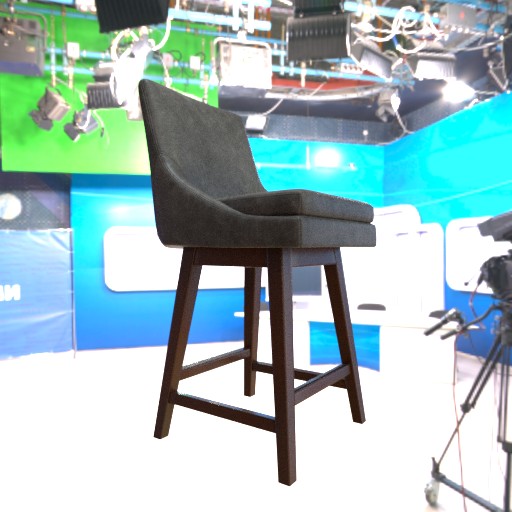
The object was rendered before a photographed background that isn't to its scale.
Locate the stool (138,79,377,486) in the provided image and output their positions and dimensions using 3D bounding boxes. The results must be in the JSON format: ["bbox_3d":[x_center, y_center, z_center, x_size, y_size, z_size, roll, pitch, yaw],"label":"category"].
[{"bbox_3d":[0.000,0.000,1.345,0.587,1.046,0.492,1,1,35],"label":"stool"}]
